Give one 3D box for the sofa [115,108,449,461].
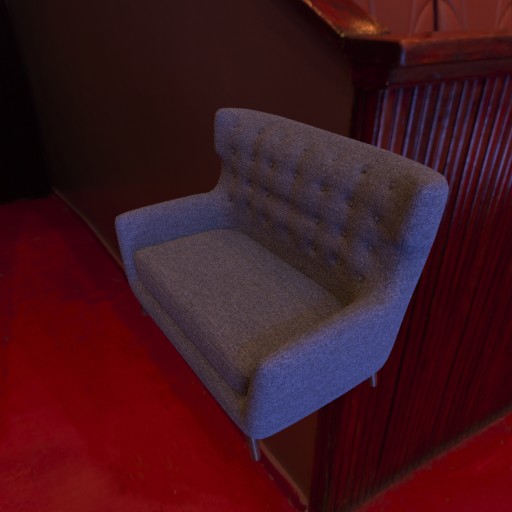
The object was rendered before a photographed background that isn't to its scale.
[{"bbox_3d":[0.000,0.000,2.025,0.874,1.028,1.358,-20,36,-30],"label":"sofa"}]
